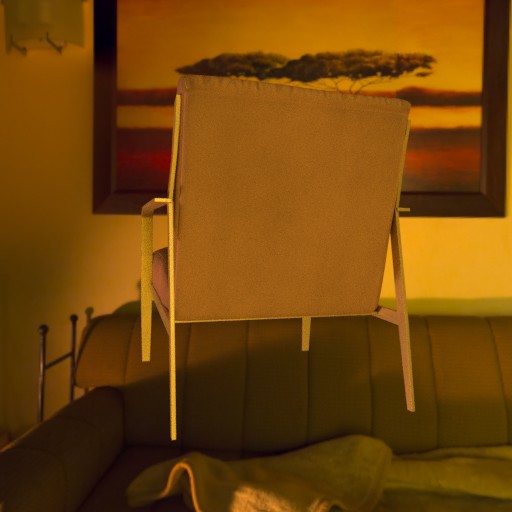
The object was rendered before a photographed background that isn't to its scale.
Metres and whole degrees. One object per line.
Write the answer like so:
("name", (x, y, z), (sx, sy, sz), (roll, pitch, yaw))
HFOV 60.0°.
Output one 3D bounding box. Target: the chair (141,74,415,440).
("chair", (0.000, 0.000, 1.455), (0.701, 0.823, 0.848), (0, 0, -17))
